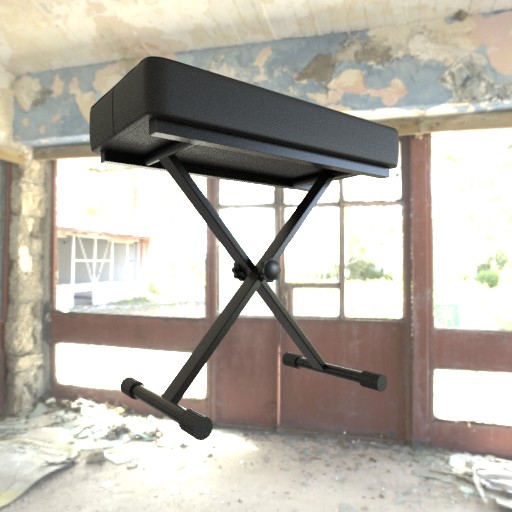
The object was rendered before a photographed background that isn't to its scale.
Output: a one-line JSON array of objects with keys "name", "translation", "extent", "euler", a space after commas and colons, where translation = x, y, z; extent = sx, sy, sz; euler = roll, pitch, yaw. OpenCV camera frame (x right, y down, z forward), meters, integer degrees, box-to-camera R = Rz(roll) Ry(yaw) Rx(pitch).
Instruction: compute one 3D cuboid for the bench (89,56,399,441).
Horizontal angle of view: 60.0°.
[{"name": "bench", "translation": [0.000, 0.000, 0.915], "extent": [0.600, 0.561, 0.300], "euler": [1, -2, -37]}]
